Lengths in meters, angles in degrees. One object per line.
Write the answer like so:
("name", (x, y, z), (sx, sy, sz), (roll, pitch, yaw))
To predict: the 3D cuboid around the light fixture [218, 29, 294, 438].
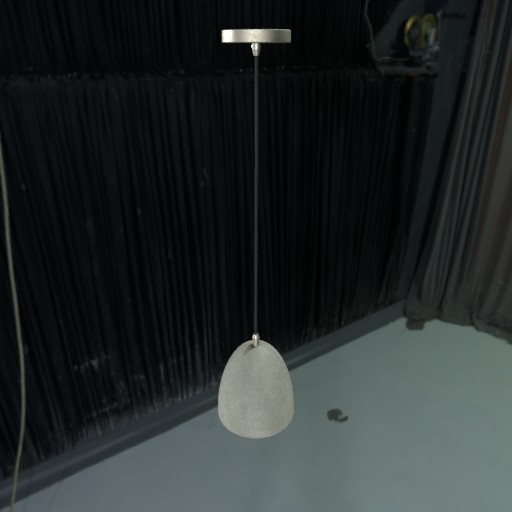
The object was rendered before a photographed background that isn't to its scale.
("light fixture", (0.000, 0.000, 0.837), (0.170, 0.759, 0.170), (-17, 30, -32))
